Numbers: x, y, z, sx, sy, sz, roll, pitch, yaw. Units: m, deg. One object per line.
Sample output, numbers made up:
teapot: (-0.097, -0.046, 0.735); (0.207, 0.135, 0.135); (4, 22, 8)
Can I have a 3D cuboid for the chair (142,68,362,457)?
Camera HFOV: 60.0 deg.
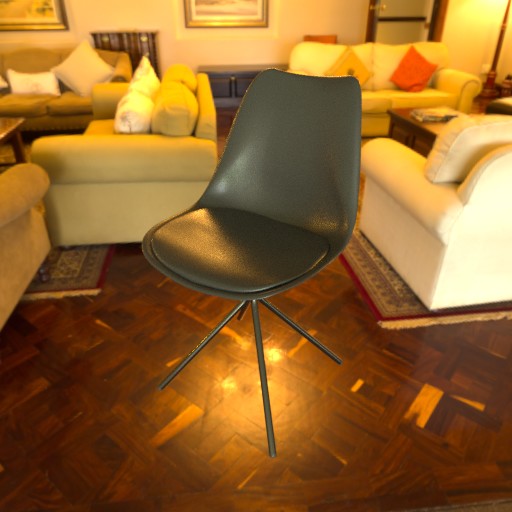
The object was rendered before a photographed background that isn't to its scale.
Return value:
chair: (0.000, 0.000, 1.166); (0.461, 0.850, 0.525); (19, 35, 29)
